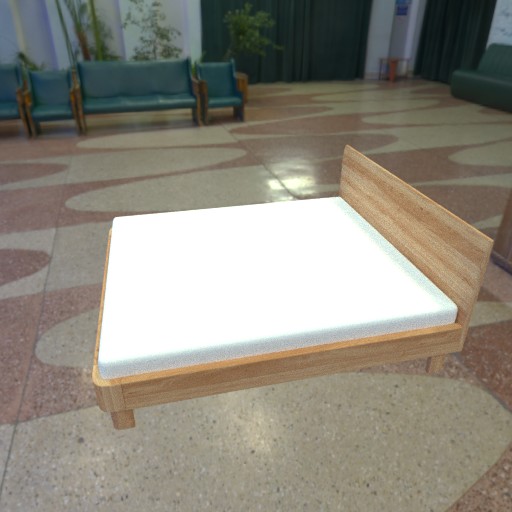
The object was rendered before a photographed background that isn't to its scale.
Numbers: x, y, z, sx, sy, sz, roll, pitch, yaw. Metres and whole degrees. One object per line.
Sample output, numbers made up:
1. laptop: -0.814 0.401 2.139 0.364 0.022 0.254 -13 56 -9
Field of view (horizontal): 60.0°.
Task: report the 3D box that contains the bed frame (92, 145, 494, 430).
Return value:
1. bed frame: 0.000 0.000 3.106 2.092 0.940 1.872 -7 30 -12
